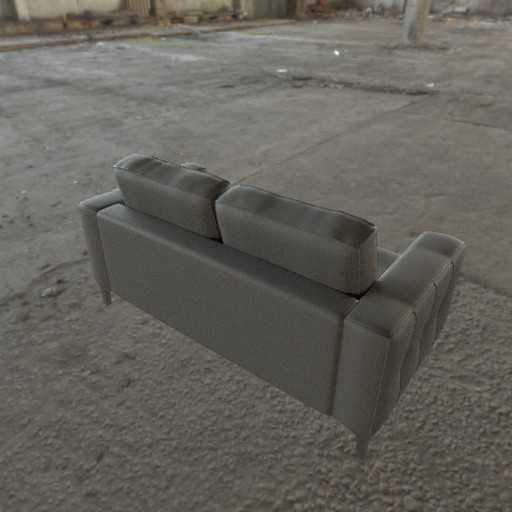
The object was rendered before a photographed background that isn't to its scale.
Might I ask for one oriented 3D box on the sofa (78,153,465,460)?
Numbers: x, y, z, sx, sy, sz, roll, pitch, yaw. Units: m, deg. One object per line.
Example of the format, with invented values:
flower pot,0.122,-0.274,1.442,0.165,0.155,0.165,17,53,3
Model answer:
sofa,0.000,0.000,2.187,1.726,0.893,0.833,22,37,32
